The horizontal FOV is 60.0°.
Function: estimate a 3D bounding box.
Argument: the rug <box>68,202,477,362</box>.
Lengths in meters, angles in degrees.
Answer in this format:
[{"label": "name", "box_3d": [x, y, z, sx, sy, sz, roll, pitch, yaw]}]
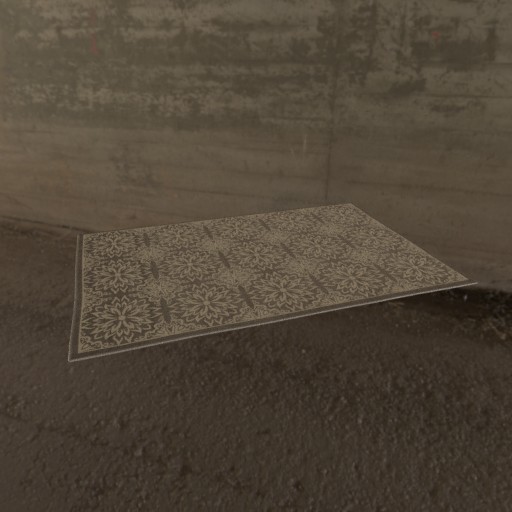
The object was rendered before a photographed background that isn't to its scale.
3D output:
[{"label": "rug", "box_3d": [0.000, 0.000, 3.565, 2.746, 0.018, 1.819, -8, 27, -16]}]
